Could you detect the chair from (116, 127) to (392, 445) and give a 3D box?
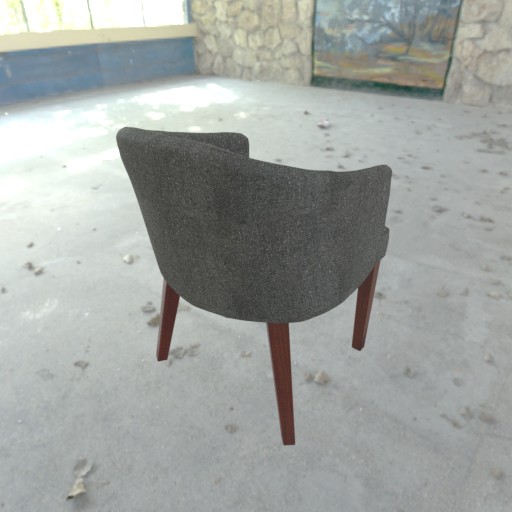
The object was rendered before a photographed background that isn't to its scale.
[{"bbox_3d":[0.000,0.000,1.263,0.583,0.811,0.655,22,37,33],"label":"chair"}]
